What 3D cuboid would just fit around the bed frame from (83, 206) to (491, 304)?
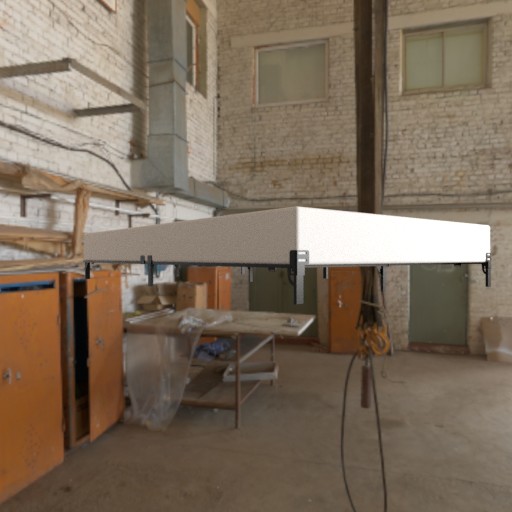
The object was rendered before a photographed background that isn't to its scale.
[{"bbox_3d":[0.000,0.000,3.734,1.930,0.440,2.987,0,0,-39],"label":"bed frame"}]
